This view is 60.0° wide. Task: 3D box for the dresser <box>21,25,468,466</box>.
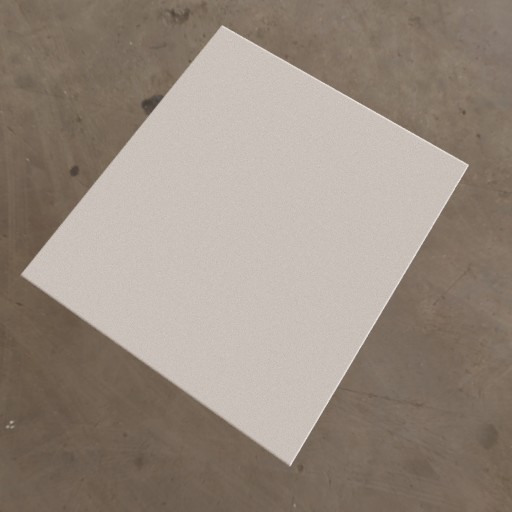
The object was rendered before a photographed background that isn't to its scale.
[{"bbox_3d":[0.000,0.000,0.727,0.400,0.360,0.430,33,78,8],"label":"dresser"}]
